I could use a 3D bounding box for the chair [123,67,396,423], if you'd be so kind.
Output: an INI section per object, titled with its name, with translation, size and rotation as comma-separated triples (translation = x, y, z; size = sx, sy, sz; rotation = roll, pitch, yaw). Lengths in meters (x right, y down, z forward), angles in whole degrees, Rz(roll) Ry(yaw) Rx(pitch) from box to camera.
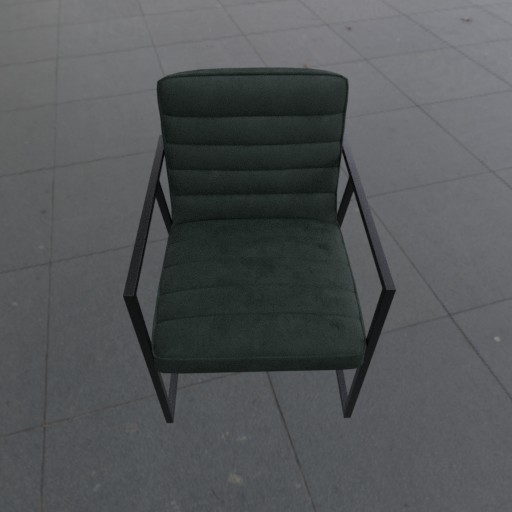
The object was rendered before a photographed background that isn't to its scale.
[chair]
translation = 0.000, 0.000, 1.279
size = 0.571, 0.833, 0.677
rotation = -1, 46, -1
